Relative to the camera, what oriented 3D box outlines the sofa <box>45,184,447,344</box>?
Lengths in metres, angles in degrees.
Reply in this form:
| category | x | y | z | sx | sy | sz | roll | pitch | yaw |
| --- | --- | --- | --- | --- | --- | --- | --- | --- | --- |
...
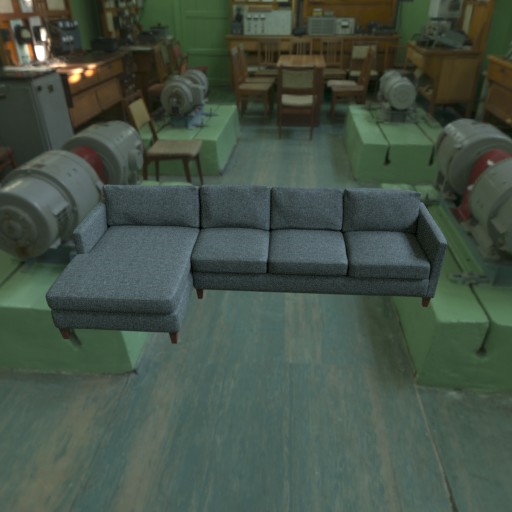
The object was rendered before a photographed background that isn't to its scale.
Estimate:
| category | x | y | z | sx | sy | sz | roll | pitch | yaw |
| --- | --- | --- | --- | --- | --- | --- | --- | --- | --- |
| sofa | 0.000 | 0.000 | 4.268 | 3.485 | 0.960 | 1.635 | 2 | 31 | 3 |
